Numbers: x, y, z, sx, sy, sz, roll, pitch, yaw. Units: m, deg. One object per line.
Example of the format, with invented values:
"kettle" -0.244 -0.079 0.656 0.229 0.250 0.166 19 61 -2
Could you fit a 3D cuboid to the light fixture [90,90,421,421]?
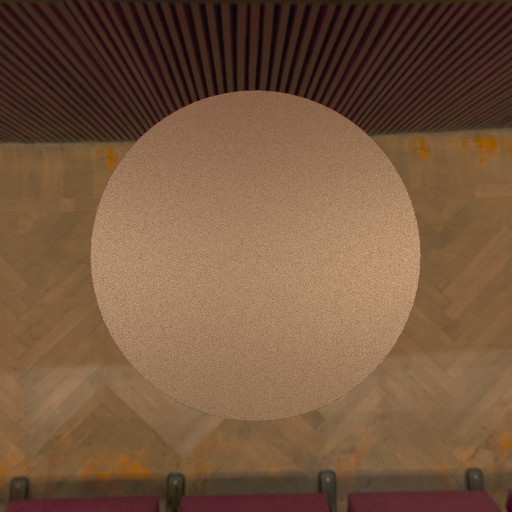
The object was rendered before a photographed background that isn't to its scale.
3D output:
"light fixture" 0.000 0.000 0.540 0.368 0.100 0.368 0 90 -2
